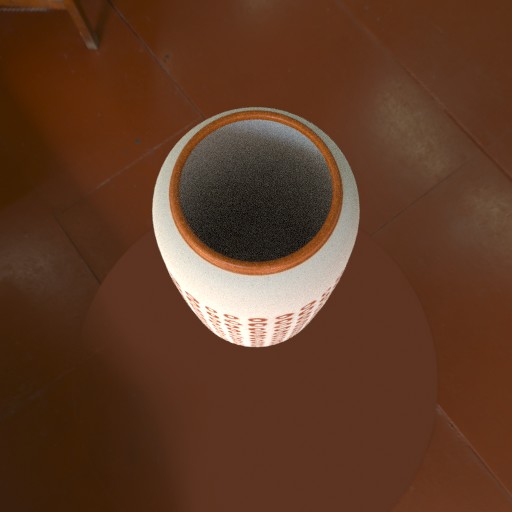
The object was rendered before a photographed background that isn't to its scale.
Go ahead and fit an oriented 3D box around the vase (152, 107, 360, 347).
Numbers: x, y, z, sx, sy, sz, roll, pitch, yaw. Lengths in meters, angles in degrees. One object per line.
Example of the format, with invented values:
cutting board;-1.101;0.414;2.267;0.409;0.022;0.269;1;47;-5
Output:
vase;0.000;0.000;0.348;0.133;0.282;0.133;0;76;0
